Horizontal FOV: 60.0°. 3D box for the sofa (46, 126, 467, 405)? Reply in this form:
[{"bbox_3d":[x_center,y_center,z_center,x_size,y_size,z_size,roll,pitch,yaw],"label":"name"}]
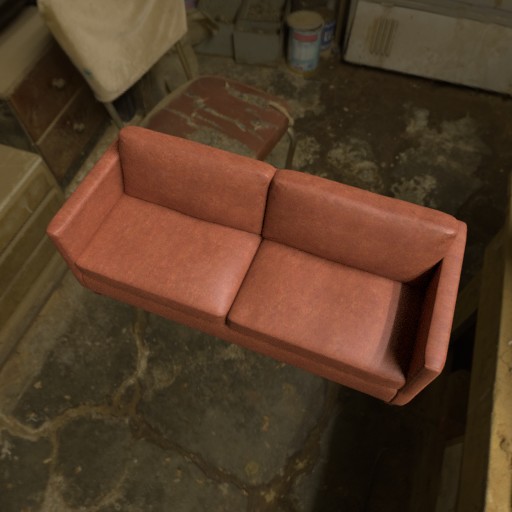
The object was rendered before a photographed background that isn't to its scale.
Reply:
[{"bbox_3d":[0.000,0.000,2.707,2.204,0.932,0.950,18,60,11],"label":"sofa"}]
